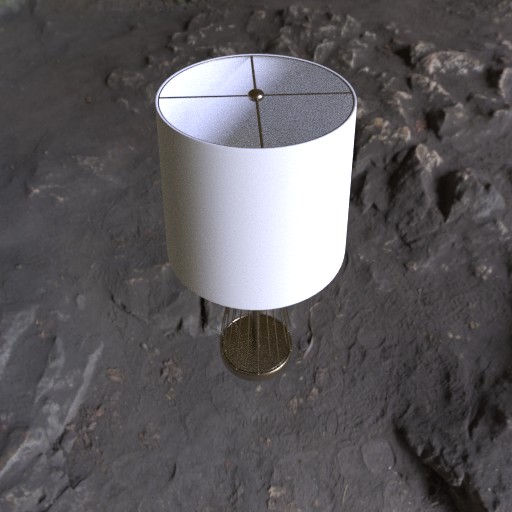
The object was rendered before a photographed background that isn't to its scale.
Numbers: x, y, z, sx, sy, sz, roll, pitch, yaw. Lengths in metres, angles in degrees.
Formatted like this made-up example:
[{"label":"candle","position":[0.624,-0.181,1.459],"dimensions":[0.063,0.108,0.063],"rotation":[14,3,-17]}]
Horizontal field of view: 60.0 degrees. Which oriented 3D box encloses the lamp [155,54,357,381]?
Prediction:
[{"label":"lamp","position":[0.000,0.000,0.794],"dimensions":[0.303,0.618,0.303],"rotation":[0,46,0]}]
